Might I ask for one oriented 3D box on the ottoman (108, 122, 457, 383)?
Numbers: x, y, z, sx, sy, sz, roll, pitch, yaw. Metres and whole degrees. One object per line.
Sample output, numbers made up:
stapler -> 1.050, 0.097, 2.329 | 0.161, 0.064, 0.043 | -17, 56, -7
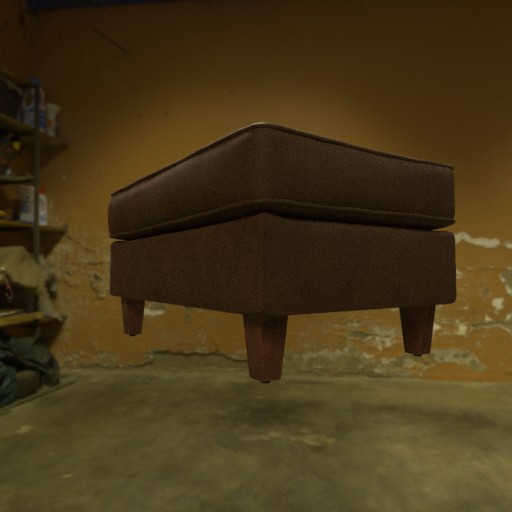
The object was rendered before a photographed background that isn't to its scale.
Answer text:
ottoman -> 0.000, 0.000, 1.210 | 0.596, 0.481, 0.860 | 1, -3, -35
